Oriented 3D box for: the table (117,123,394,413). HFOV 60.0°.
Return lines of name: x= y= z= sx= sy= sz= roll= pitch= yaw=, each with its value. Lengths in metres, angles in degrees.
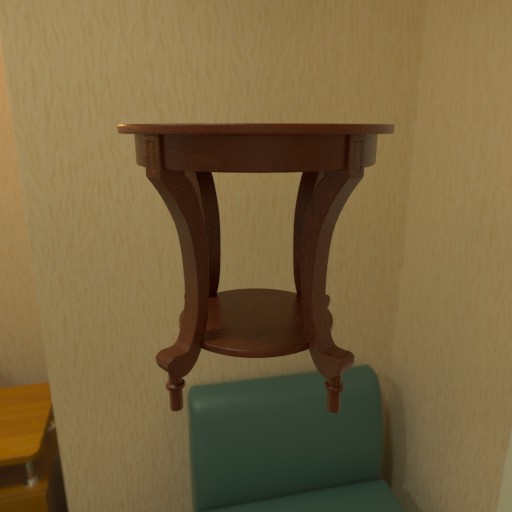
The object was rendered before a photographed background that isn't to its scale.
table: x=0.000 y=0.000 z=1.079 sx=0.597 sy=0.612 sz=0.597 roll=0 pitch=16 yaw=0
